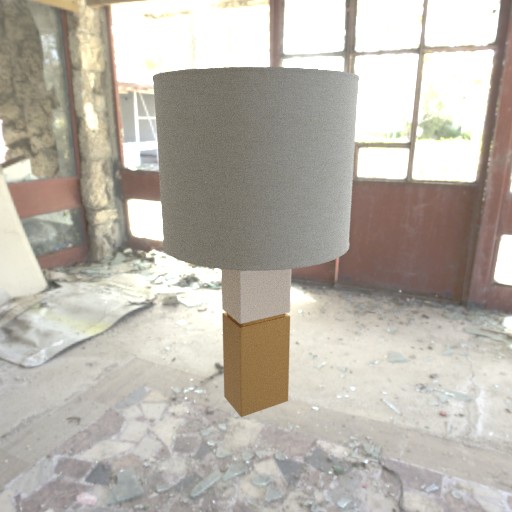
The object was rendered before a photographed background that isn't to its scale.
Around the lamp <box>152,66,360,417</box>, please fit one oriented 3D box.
[{"bbox_3d":[0.000,0.000,0.560,0.229,0.417,0.229,-9,19,-28],"label":"lamp"}]
